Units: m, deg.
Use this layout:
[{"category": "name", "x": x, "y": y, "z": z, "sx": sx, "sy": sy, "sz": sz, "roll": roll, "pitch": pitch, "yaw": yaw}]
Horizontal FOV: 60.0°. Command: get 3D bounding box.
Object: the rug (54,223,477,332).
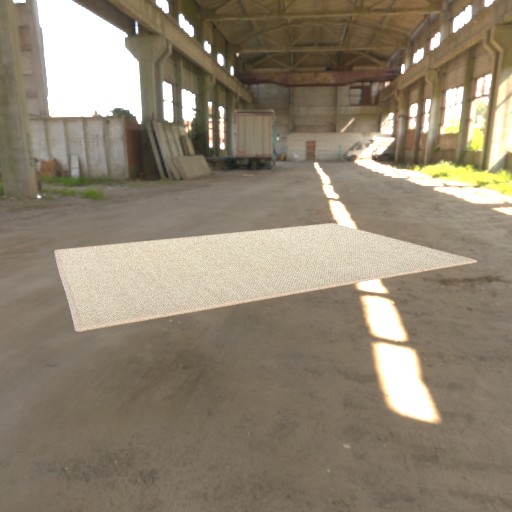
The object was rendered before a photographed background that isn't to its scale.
[{"category": "rug", "x": 0.000, "y": 0.000, "z": 2.068, "sx": 1.676, "sy": 0.013, "sz": 1.067, "roll": -7, "pitch": 16, "yaw": -26}]
